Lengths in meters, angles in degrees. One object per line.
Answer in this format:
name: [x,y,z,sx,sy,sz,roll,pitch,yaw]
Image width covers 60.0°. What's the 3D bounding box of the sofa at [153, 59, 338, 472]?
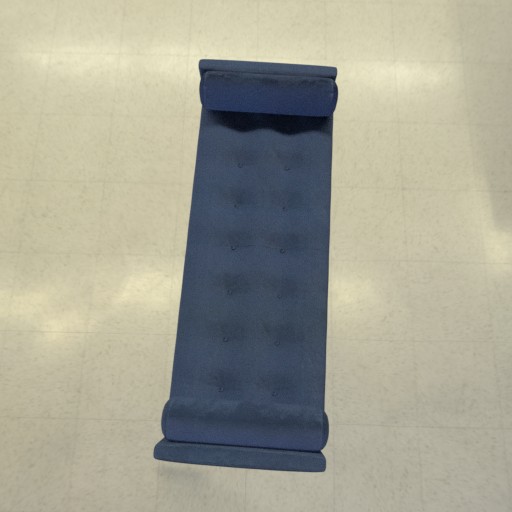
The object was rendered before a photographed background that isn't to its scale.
sofa: [0.000,0.000,2.497,0.796,0.705,2.102,4,76,1]
